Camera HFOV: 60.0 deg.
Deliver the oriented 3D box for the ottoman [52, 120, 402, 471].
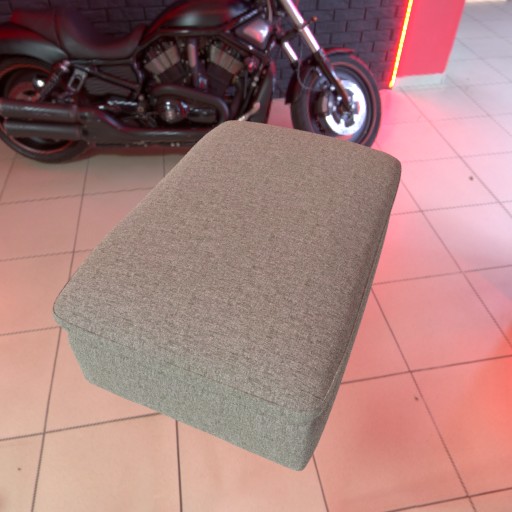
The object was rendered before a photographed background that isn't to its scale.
[{"bbox_3d":[0.000,0.000,1.335,0.694,0.451,0.977,17,48,16],"label":"ottoman"}]
